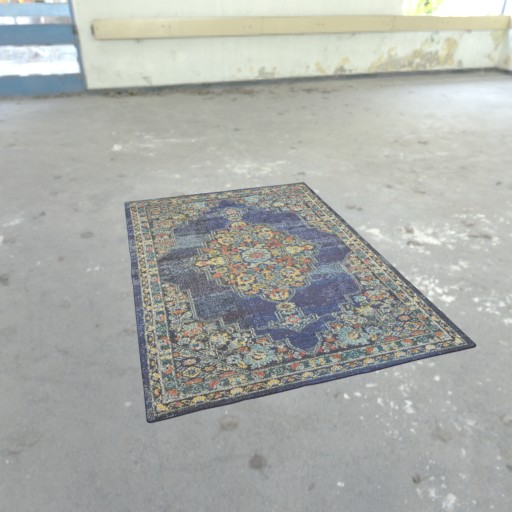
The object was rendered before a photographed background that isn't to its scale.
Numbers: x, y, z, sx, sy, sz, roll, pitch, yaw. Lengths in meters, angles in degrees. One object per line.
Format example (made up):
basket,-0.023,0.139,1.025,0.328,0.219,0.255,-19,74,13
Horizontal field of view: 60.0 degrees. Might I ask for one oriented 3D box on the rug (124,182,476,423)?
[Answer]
rug,0.000,0.000,3.745,2.053,0.011,2.940,-9,32,-14
